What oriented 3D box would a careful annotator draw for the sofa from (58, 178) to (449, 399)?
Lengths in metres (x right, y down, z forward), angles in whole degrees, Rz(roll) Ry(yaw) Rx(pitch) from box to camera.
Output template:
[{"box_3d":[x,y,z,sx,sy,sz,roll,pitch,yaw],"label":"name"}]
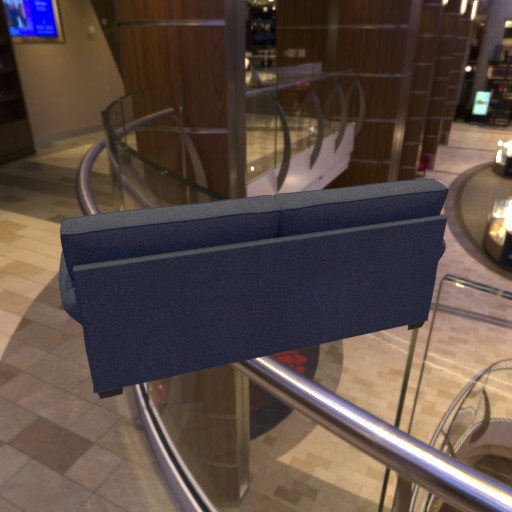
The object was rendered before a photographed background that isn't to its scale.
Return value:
[{"box_3d":[0.000,0.000,2.935,2.391,1.026,0.954,-8,27,-17],"label":"sofa"}]
